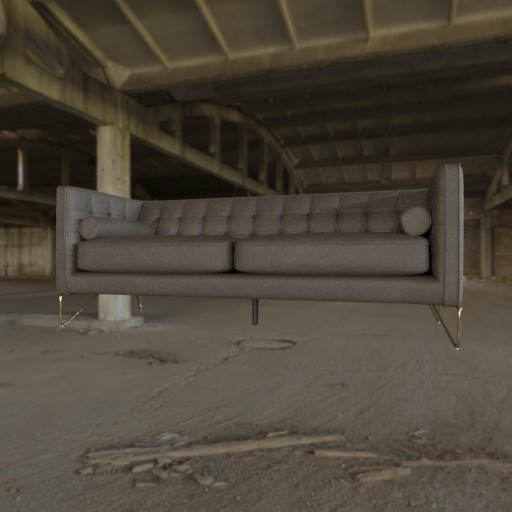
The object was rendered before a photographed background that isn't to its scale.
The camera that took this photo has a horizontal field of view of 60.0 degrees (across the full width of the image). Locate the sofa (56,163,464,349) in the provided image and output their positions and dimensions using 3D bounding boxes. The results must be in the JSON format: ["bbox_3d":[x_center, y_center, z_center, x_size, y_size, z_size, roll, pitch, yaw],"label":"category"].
[{"bbox_3d":[0.000,0.000,2.534,2.087,0.789,0.867,0,0,18],"label":"sofa"}]
